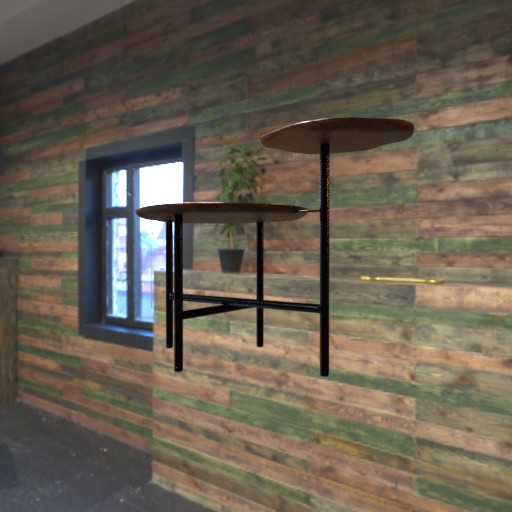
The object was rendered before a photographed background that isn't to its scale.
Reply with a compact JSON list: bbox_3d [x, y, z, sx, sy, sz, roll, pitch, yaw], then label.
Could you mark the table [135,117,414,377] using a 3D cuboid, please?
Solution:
[{"bbox_3d":[0.000,0.000,1.106,0.759,0.538,0.442,0,1,37],"label":"table"}]
